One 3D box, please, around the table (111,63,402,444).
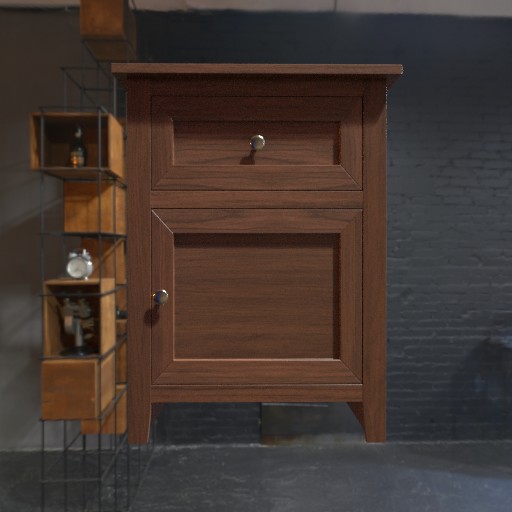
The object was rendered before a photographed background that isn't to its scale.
[{"bbox_3d":[0.000,0.000,0.923,0.480,0.636,0.381,0,0,-1],"label":"table"}]
